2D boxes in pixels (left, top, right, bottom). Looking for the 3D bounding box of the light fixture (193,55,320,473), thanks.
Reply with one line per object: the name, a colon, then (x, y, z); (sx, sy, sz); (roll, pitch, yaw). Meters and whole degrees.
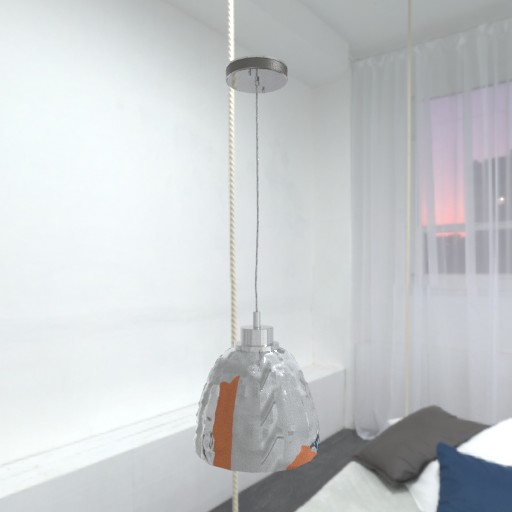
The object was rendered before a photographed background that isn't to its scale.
light fixture: (0.000, 0.000, 1.787); (0.500, 1.511, 0.496); (0, -1, 18)
